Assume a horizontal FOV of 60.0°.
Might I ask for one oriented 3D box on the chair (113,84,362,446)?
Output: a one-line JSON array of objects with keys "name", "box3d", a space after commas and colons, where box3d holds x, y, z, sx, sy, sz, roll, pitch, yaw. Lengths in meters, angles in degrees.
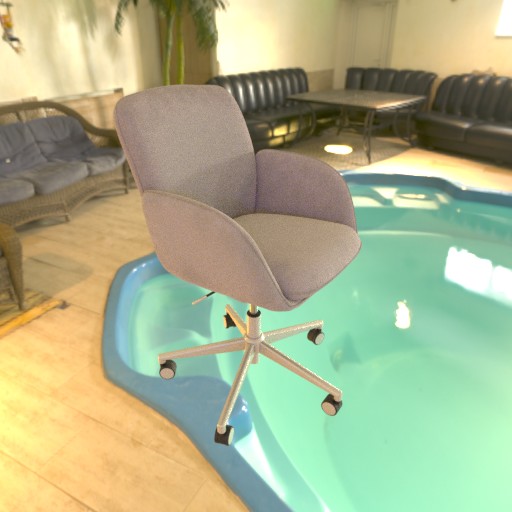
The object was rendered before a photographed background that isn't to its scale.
[{"name": "chair", "box3d": [0.000, 0.000, 1.378, 0.654, 0.959, 0.648, 17, 32, 31]}]
